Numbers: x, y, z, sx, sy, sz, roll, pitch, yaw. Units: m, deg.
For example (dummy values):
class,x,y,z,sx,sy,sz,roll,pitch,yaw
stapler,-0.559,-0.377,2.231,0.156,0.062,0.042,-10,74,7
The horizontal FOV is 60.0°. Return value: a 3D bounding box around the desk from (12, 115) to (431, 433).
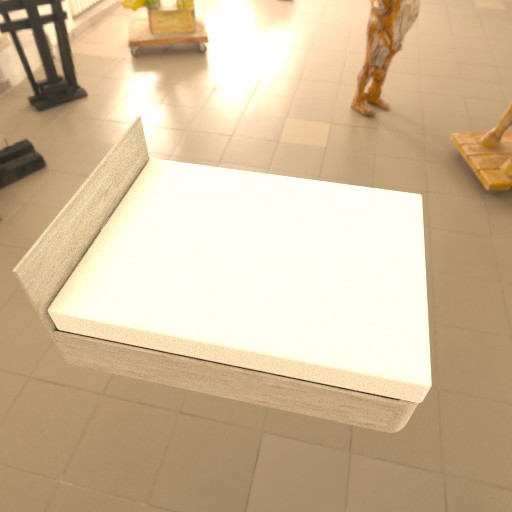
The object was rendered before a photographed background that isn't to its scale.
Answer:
class,x,y,z,sx,sy,sz,roll,pitch,yaw
desk,0.000,0.000,2.580,1.900,0.800,1.400,9,47,9
